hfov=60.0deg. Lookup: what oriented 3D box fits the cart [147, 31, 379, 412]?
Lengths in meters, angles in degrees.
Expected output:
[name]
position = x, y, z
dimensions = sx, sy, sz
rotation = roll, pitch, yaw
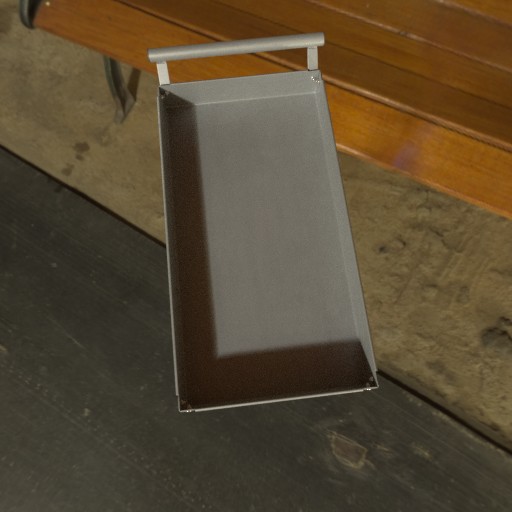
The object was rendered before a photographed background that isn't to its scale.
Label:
[cart]
position = 0.000, 0.000, 1.188
dimensions = 0.366, 0.780, 0.719
rotation = -6, 74, -2
